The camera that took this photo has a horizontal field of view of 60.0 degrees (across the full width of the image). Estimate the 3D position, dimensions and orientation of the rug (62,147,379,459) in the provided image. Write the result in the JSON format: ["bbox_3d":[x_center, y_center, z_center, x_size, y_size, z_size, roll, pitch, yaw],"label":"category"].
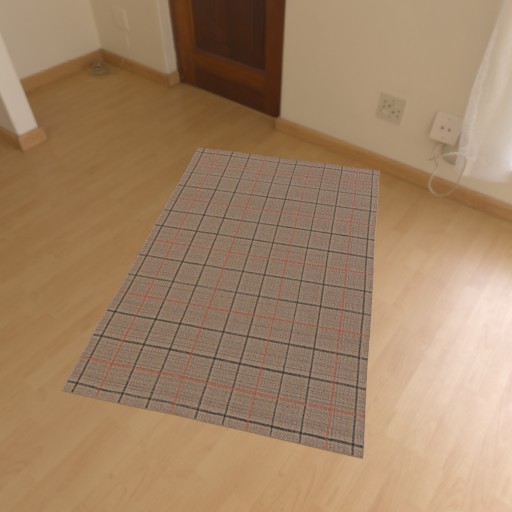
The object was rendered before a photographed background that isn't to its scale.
[{"bbox_3d":[0.000,0.000,2.334,1.220,0.013,1.829,9,47,9],"label":"rug"}]
